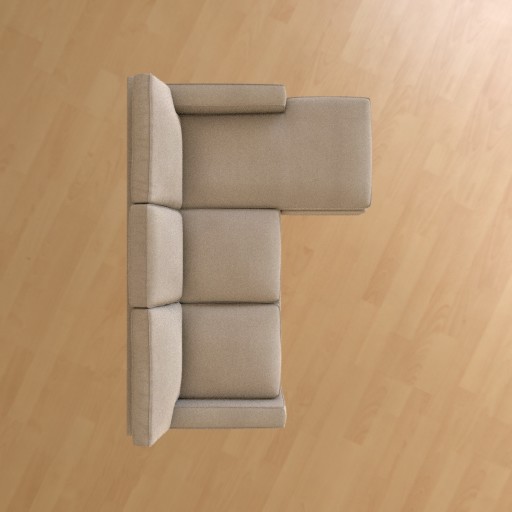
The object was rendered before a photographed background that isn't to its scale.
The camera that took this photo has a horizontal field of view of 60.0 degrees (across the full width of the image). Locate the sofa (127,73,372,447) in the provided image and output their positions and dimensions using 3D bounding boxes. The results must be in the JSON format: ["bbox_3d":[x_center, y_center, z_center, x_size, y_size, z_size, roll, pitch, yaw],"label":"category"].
[{"bbox_3d":[0.000,0.000,2.795,1.496,0.861,2.087,0,90,0],"label":"sofa"}]
